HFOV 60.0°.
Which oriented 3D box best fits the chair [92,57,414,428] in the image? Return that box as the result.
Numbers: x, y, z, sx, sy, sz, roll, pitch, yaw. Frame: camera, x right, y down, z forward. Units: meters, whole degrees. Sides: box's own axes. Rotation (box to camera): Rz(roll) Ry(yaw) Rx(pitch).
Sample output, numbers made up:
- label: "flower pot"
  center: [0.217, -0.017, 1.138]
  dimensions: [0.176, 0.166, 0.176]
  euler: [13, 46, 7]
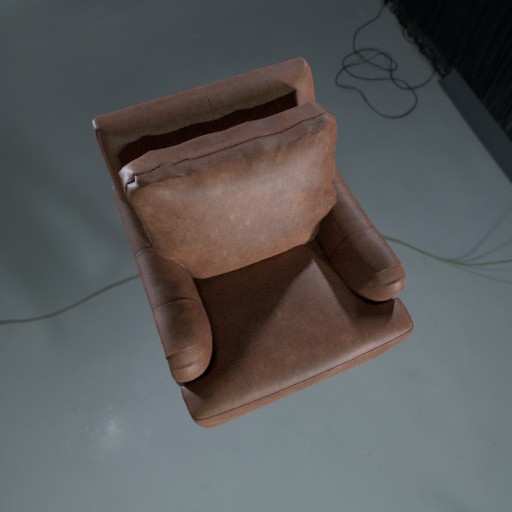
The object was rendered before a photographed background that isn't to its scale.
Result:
- label: "chair"
  center: [0.000, 0.000, 1.931]
  dimensions: [0.986, 1.055, 1.158]
  euler: [-20, 66, -10]
